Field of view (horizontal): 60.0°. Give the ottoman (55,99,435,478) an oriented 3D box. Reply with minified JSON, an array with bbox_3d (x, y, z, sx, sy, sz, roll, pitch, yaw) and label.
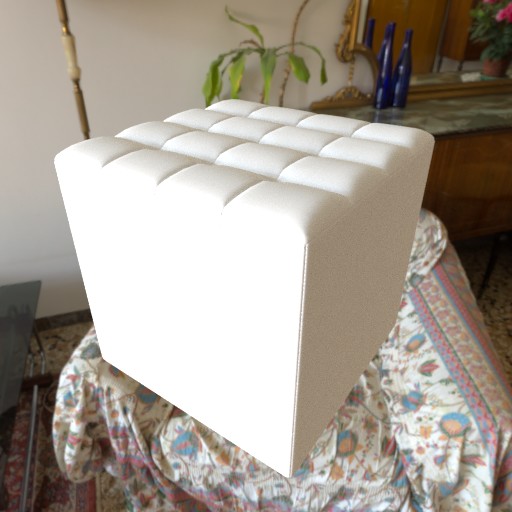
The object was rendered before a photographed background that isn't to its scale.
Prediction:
[{"bbox_3d":[0.000,0.000,0.786,0.425,0.432,0.425,20,37,30],"label":"ottoman"}]
